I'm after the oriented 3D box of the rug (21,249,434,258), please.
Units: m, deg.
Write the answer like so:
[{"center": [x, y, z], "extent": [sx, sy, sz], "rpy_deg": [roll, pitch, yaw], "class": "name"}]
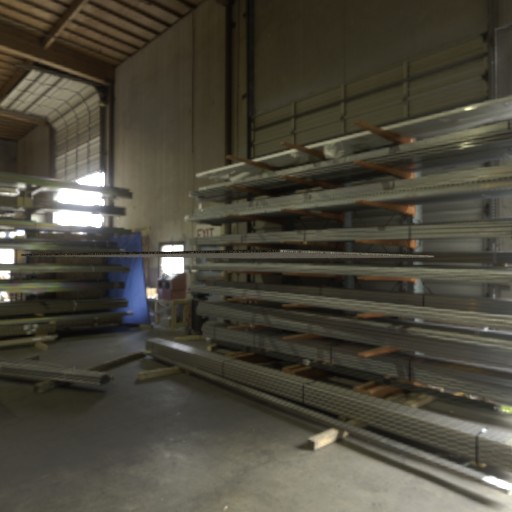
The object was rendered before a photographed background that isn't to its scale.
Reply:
[{"center": [0.000, 0.000, 3.894], "extent": [2.315, 0.015, 2.932], "rpy_deg": [-1, -1, 35], "class": "rug"}]
